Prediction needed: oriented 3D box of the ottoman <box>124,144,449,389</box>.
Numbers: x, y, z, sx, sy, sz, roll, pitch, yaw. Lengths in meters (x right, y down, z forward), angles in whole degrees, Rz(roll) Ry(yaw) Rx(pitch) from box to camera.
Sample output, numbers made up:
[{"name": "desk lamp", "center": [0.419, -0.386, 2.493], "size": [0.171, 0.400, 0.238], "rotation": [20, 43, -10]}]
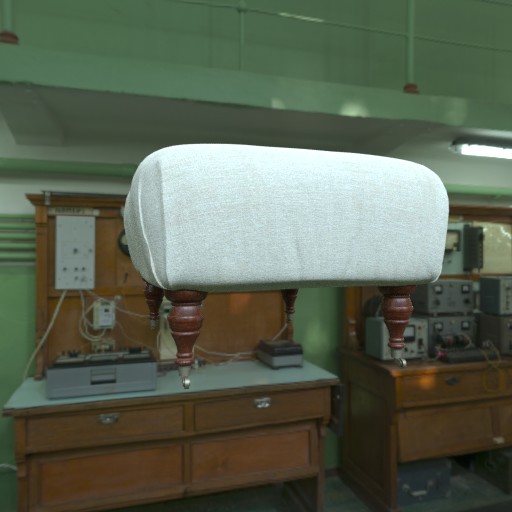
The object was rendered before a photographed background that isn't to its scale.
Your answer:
[{"name": "ottoman", "center": [0.000, 0.000, 1.115], "size": [0.622, 0.450, 0.747], "rotation": [0, 0, -18]}]
